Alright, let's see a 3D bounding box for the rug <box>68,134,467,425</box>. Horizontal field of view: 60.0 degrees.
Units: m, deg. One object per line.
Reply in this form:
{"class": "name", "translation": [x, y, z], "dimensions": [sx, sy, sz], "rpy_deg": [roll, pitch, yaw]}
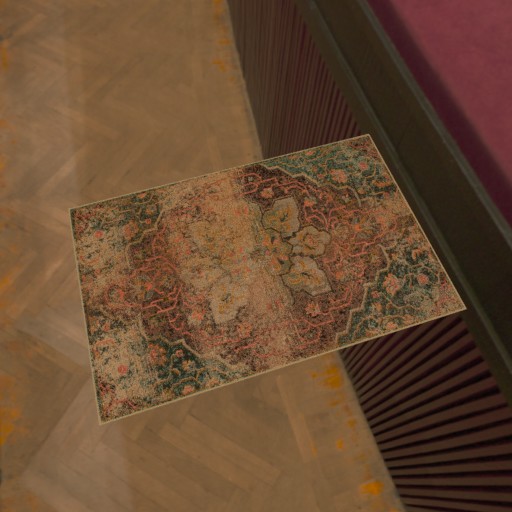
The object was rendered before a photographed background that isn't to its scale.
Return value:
{"class": "rug", "translation": [0.000, 0.000, 2.995], "dimensions": [2.363, 0.004, 1.566], "rpy_deg": [-15, 64, -7]}
